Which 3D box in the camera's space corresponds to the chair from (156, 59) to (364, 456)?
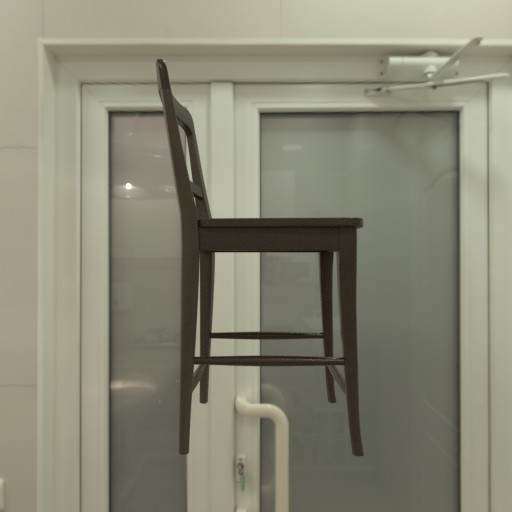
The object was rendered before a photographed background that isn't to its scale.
[{"bbox_3d":[0.000,0.000,1.306,0.546,0.991,0.450,0,0,1],"label":"chair"}]
